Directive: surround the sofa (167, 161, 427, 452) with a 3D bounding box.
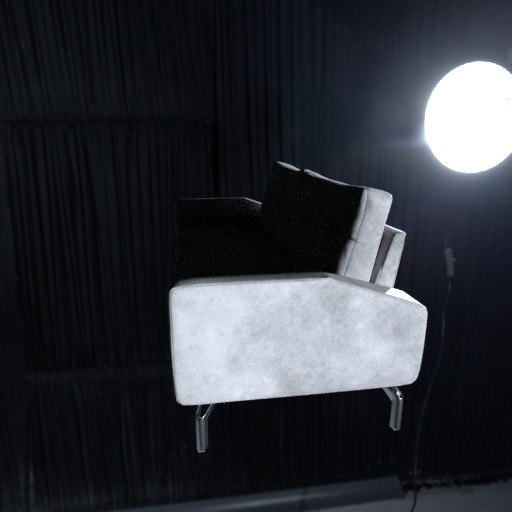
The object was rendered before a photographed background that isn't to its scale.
[{"bbox_3d":[0.000,0.000,2.263,0.849,0.859,1.837,-3,16,-9],"label":"sofa"}]
